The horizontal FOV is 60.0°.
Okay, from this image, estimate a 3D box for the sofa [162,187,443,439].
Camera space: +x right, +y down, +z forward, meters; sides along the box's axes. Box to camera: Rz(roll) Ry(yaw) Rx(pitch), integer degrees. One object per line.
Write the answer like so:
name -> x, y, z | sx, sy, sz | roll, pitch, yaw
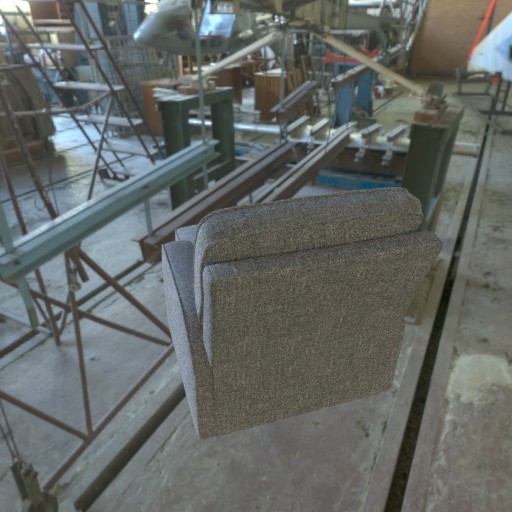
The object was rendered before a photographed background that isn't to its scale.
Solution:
sofa -> 0.000, 0.000, 2.051 | 0.861, 0.959, 1.472 | -9, 29, -16
